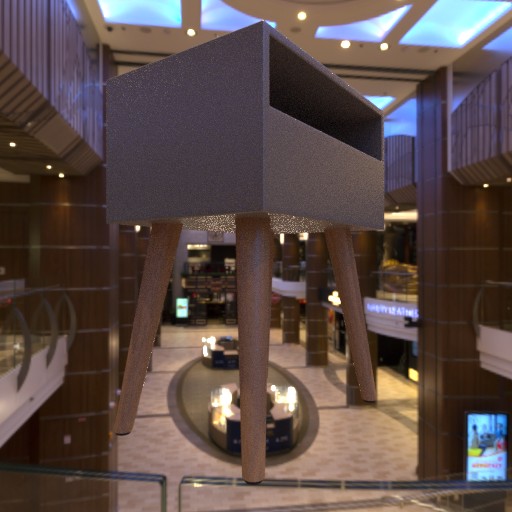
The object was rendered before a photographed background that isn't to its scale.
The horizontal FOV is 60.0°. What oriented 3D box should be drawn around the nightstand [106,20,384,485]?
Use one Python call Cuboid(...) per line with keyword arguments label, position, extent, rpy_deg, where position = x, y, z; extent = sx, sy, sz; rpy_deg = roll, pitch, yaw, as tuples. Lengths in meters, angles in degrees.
Cuboid(label="nightstand", position=(0.000, 0.000, 0.710), extent=(0.288, 0.508, 0.370), rpy_deg=(0, 0, 36))
